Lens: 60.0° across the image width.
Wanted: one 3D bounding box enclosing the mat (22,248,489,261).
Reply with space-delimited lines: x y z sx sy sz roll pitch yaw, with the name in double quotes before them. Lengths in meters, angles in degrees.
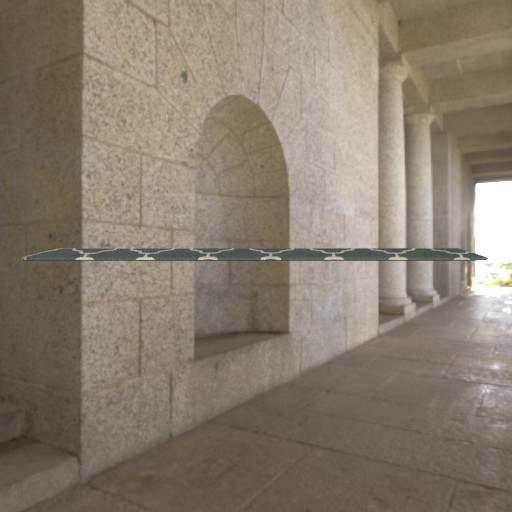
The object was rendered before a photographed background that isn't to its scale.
"mat" 0.000 0.000 0.947 0.762 0.021 0.508 0 -1 2
